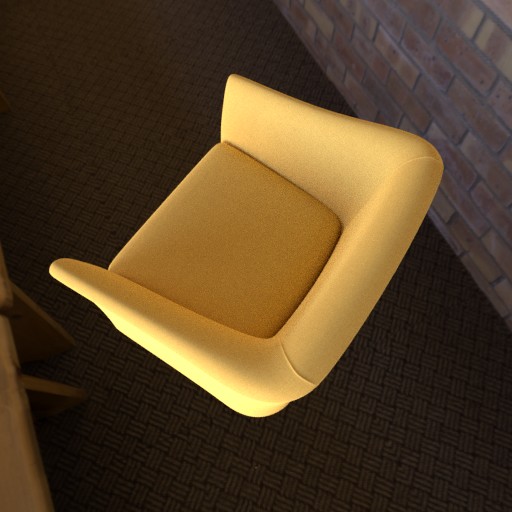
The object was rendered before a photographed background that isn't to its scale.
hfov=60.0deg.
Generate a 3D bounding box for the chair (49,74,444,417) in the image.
[{"bbox_3d":[0.000,0.000,1.311,0.700,0.720,0.790,31,68,14],"label":"chair"}]
